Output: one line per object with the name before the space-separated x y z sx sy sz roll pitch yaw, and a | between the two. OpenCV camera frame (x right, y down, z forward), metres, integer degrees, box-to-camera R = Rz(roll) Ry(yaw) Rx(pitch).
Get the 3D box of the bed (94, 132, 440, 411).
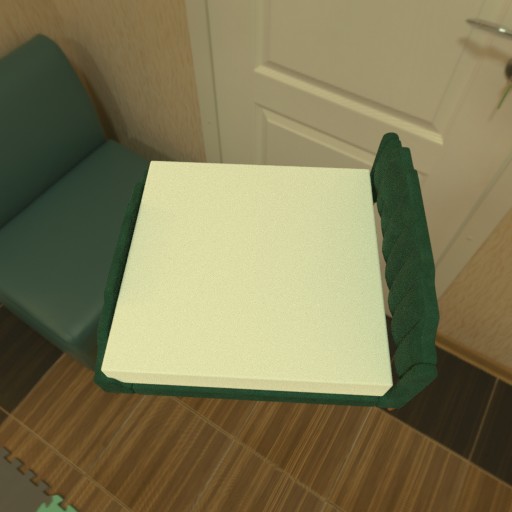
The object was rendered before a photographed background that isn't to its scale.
bed | 0.000 0.000 3.585 2.340 1.245 2.074 3 58 2
